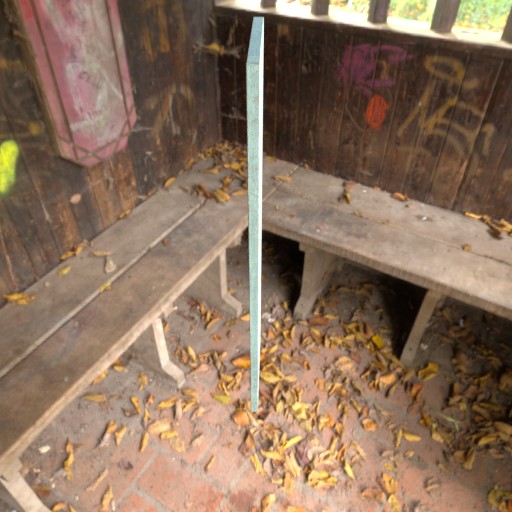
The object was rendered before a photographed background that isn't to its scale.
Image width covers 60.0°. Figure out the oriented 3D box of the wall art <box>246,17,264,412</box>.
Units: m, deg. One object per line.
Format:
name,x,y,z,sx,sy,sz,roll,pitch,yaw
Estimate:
wall art,0.000,0.000,1.328,0.025,1.219,0.329,1,41,2
